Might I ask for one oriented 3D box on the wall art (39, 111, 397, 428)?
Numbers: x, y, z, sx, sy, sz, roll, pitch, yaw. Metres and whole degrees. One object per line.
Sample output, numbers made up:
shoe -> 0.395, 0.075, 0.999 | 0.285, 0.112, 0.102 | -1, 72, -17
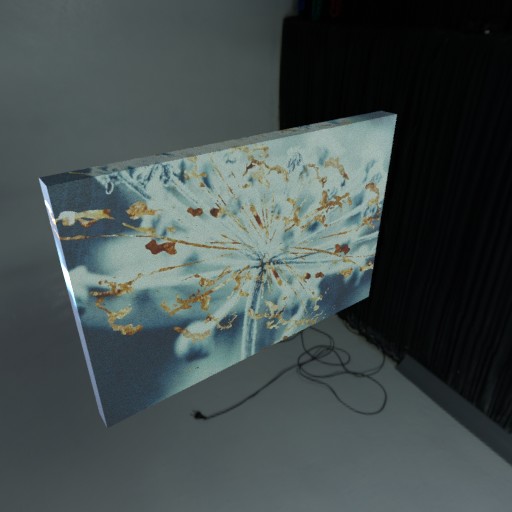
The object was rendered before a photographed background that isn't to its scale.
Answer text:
wall art -> 0.000, 0.000, 0.766 | 0.607, 0.405, 0.036 | -20, 36, -31
